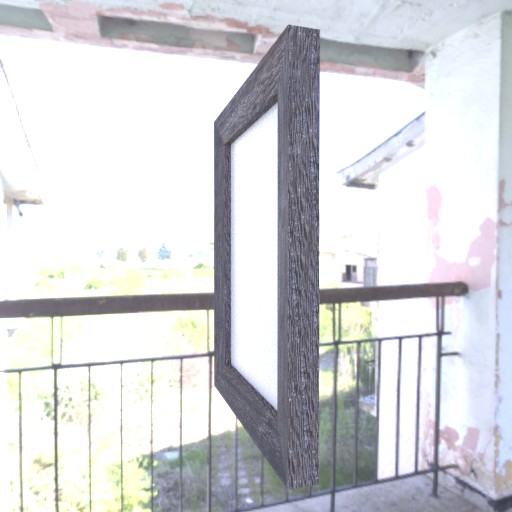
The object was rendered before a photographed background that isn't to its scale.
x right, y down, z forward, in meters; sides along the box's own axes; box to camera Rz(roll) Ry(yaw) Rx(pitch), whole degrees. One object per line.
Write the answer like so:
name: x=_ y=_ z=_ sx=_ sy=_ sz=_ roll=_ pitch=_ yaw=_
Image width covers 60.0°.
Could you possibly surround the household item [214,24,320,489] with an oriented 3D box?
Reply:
household item: x=0.000 y=0.000 z=0.279 sx=0.020 sy=0.210 sz=0.160 roll=0 pitch=1 yaw=-17
